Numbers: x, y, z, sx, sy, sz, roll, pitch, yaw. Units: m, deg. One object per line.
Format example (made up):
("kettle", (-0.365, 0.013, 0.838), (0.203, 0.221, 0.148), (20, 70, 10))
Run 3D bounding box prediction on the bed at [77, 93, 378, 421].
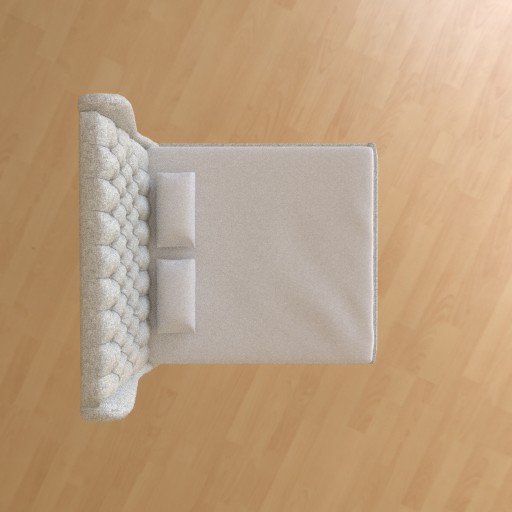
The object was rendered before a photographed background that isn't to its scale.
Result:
("bed", (0.000, 0.000, 3.772), (2.347, 1.771, 2.219), (0, 91, 0))
